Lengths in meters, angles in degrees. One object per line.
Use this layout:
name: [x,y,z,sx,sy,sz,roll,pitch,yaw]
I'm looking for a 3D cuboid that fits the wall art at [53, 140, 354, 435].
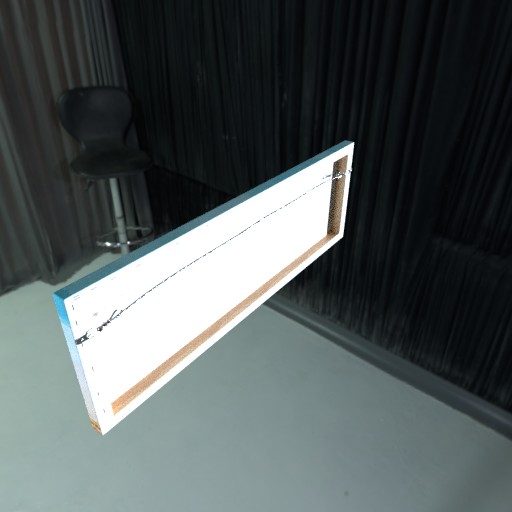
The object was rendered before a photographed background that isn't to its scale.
wall art: [0.000,0.000,0.849,0.044,0.254,0.759,22,38,31]
